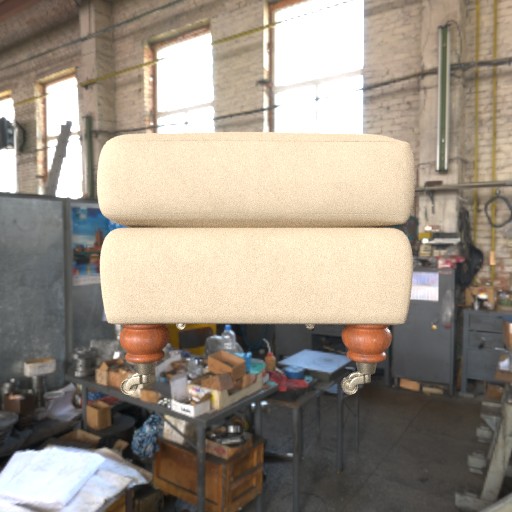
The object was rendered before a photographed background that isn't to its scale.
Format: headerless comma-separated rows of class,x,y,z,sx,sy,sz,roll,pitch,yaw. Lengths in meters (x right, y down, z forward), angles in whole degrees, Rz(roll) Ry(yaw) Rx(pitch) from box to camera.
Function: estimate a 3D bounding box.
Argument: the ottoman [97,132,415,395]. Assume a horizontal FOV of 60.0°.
ottoman,0.000,0.000,1.137,0.569,0.504,0.773,0,2,0
